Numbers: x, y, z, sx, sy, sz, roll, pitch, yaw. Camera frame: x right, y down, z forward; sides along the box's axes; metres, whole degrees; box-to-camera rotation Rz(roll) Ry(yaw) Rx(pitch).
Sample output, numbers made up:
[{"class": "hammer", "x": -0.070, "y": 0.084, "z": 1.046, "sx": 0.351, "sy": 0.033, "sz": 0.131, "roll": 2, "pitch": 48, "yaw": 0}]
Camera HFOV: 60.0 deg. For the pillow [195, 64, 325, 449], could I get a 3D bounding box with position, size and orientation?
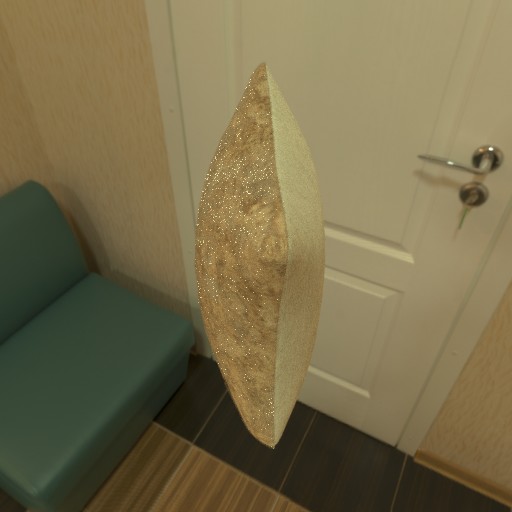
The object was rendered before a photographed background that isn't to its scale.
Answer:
[{"class": "pillow", "x": 0.000, "y": 0.000, "z": 0.813, "sx": 0.216, "sy": 0.525, "sz": 0.538, "roll": 0, "pitch": 42, "yaw": 0}]
